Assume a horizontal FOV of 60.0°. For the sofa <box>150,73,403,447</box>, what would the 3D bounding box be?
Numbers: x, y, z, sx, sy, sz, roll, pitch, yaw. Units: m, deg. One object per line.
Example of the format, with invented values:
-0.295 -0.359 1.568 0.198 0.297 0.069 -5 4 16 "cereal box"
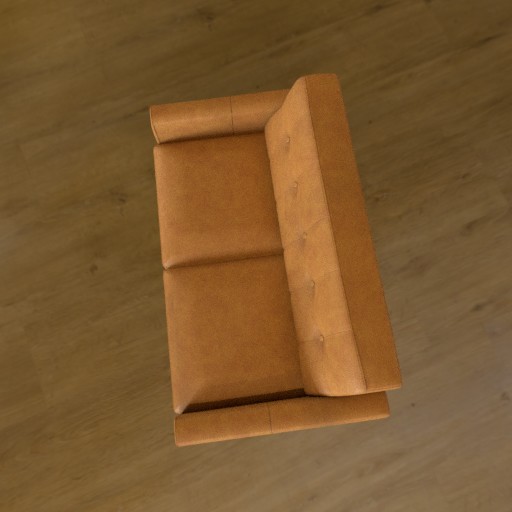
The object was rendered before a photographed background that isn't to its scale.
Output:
0.000 0.000 2.234 0.952 0.925 1.651 -7 75 -2 "sofa"
